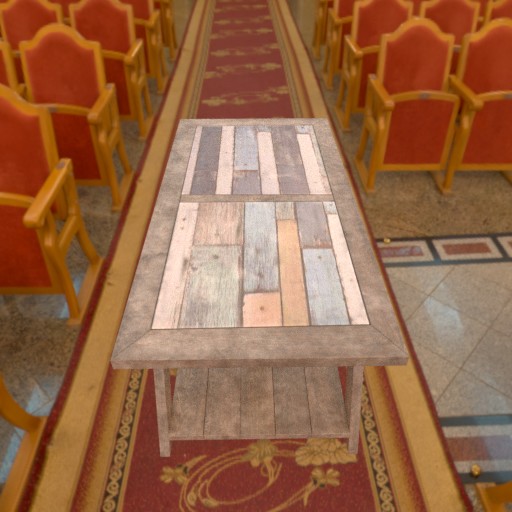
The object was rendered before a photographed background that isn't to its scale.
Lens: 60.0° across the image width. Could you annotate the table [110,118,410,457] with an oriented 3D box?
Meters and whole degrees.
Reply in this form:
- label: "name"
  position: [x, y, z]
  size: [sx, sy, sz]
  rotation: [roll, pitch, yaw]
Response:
- label: "table"
  position: [0.000, 0.000, 1.520]
  size: [0.610, 0.470, 1.219]
  rotation: [-1, 40, -1]
